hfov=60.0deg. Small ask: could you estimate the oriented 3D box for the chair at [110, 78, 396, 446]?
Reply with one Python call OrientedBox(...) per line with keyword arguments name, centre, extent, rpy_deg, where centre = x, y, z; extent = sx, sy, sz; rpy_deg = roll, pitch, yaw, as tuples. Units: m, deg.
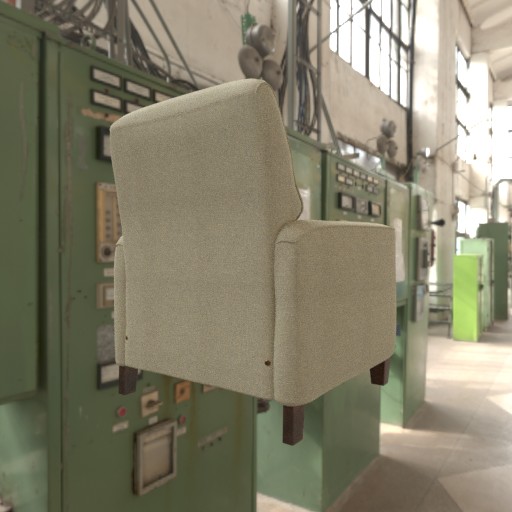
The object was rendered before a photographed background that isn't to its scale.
OrientedBox(name="chair", centre=(0.000, 0.000, 1.667), extent=(0.850, 1.006, 0.853), rpy_deg=(0, 0, 36))
